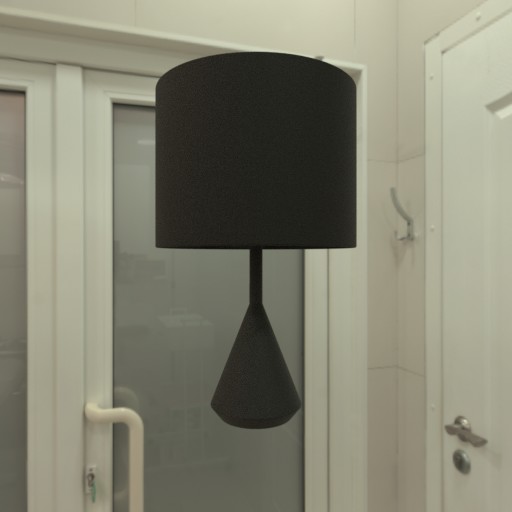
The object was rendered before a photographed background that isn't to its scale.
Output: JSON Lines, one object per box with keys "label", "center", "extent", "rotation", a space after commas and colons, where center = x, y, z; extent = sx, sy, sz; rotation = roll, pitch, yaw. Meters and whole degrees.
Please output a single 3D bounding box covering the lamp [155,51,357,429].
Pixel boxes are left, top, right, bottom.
{"label": "lamp", "center": [0.000, 0.000, 0.810], "extent": [0.359, 0.584, 0.359], "rotation": [0, 0, -18]}
